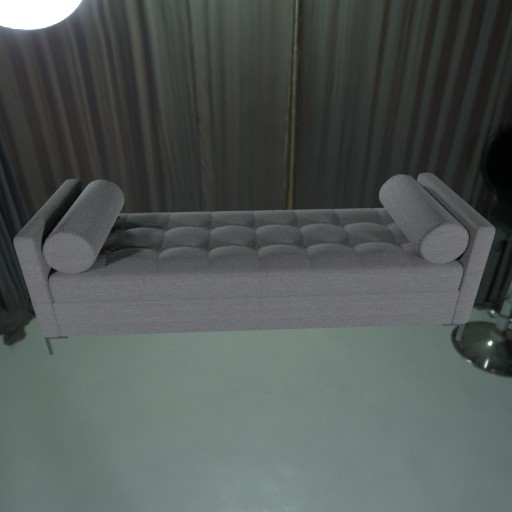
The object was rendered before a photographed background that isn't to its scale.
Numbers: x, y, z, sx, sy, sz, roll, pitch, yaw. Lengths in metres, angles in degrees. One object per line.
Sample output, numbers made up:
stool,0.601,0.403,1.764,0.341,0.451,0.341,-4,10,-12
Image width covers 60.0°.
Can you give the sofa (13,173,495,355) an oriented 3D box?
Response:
sofa,0.000,0.000,2.244,1.981,0.635,0.686,-1,30,-3
